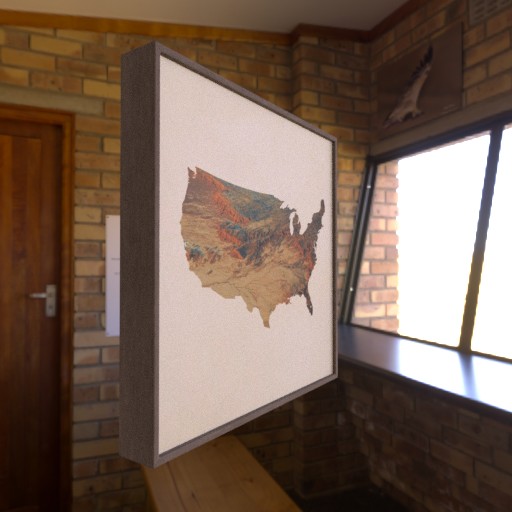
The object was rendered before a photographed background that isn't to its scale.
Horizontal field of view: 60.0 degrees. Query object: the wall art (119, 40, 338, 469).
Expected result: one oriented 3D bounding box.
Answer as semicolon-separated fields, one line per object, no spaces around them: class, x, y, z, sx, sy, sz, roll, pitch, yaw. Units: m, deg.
wall art;0.000;0.000;0.446;0.038;0.302;0.303;-1;-1;35
